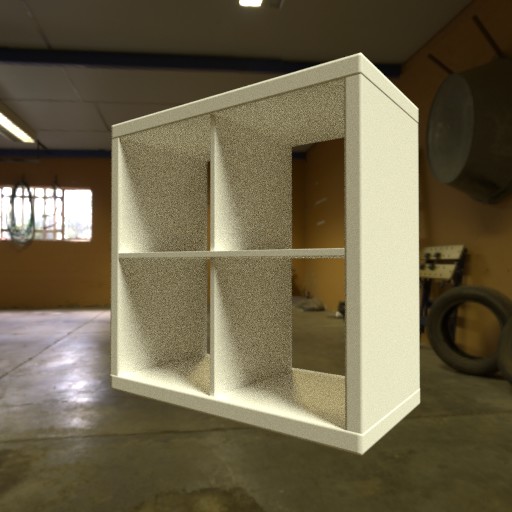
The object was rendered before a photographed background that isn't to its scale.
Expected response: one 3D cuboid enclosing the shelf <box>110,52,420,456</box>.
[{"bbox_3d":[0.000,0.000,1.253,0.790,0.786,0.390,-1,-1,36],"label":"shelf"}]
